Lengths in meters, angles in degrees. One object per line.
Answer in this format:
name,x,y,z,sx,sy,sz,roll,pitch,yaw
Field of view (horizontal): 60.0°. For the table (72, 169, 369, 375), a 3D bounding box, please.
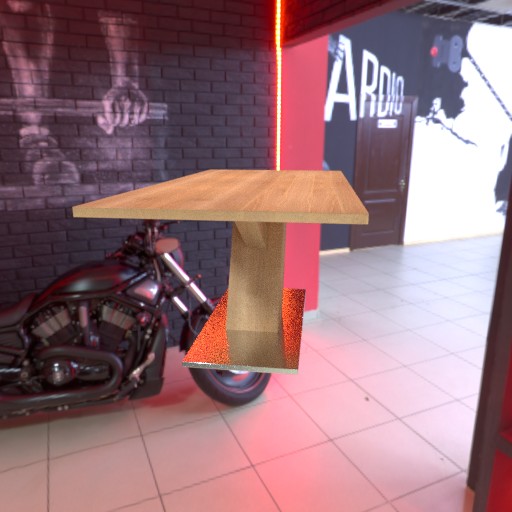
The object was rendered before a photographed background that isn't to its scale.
table,0.000,0.000,2.274,0.900,0.750,1.800,2,15,8
